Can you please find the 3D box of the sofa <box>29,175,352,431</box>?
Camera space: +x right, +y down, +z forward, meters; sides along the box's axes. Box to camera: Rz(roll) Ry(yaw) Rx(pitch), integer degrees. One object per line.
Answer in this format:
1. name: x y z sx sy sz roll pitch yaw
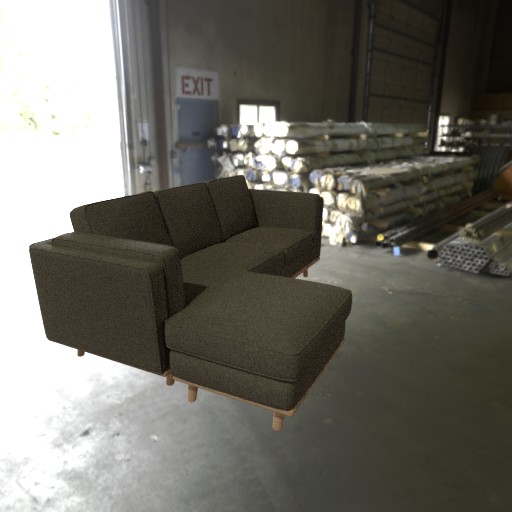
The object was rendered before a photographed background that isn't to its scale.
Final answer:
1. sofa: 0.000 0.000 3.128 1.604 0.929 2.411 8 18 26
